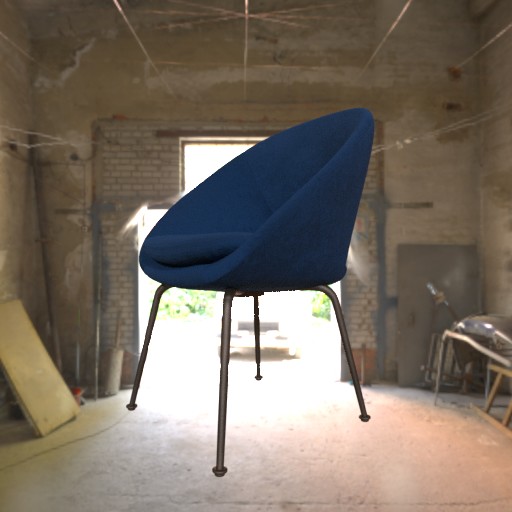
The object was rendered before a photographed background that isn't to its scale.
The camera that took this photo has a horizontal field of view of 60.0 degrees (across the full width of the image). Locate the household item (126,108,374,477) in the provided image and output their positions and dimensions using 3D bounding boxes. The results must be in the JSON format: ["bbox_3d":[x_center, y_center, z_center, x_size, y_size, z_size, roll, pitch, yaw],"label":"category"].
[{"bbox_3d":[0.000,0.000,1.213,0.573,0.852,0.623,-1,1,-38],"label":"household item"}]
